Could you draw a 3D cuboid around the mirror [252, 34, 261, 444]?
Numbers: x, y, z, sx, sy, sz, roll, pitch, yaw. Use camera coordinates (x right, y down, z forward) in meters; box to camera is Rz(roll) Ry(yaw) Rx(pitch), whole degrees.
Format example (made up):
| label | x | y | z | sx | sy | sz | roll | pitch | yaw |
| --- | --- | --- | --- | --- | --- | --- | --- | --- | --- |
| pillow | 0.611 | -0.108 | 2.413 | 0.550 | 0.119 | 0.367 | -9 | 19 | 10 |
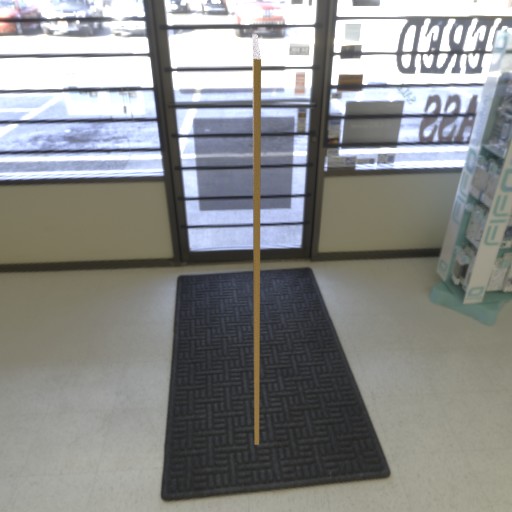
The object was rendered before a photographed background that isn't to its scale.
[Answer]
| label | x | y | z | sx | sy | sz | roll | pitch | yaw |
| --- | --- | --- | --- | --- | --- | --- | --- | --- | --- |
| mirror | 0.000 | 0.000 | 2.345 | 0.025 | 2.031 | 0.812 | 0 | 32 | -1 |
